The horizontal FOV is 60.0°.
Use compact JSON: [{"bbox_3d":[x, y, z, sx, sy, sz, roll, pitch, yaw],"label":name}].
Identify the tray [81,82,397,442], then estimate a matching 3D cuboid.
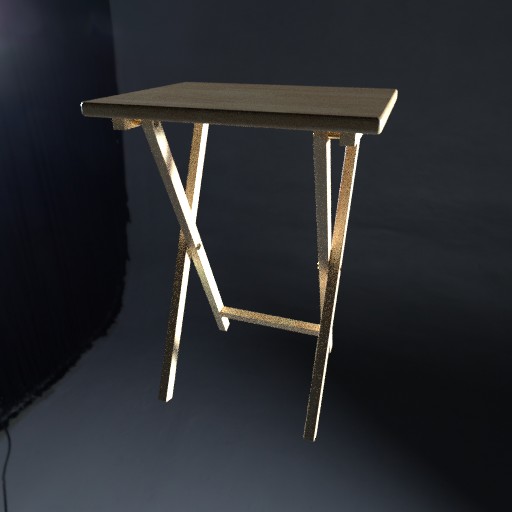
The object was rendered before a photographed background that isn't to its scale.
[{"bbox_3d":[0.000,0.000,0.960,0.483,0.660,0.381,9,28,17],"label":"tray"}]
